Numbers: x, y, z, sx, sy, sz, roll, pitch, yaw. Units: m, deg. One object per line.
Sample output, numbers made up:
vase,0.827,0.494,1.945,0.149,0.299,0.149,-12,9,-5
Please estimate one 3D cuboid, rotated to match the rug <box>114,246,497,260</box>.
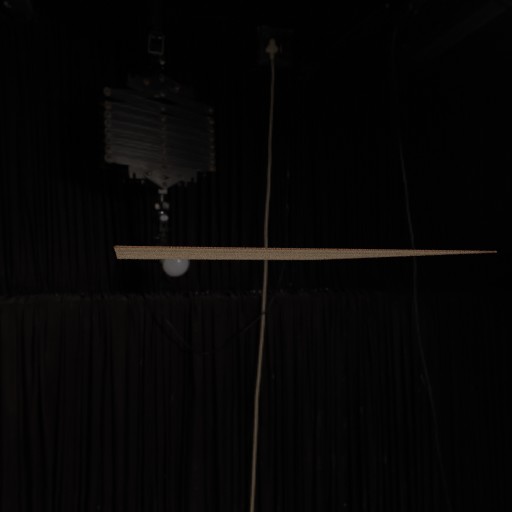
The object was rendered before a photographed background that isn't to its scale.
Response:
rug,0.000,0.000,4.049,2.436,0.011,3.045,0,-2,-17
